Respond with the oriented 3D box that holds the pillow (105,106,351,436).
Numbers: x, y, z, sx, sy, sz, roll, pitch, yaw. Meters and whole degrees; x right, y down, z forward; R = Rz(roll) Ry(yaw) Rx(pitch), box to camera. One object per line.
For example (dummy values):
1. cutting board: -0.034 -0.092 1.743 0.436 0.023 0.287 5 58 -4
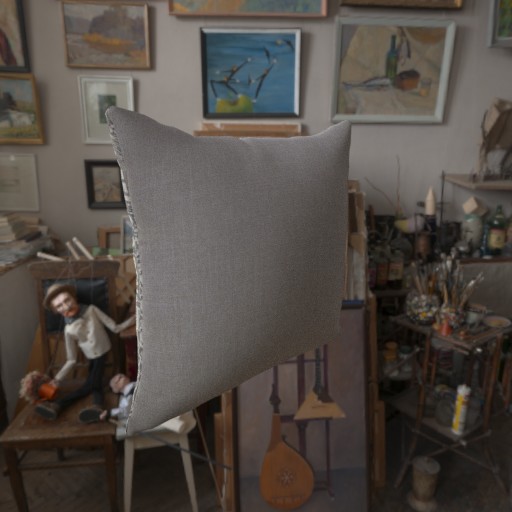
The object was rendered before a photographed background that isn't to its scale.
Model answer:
1. pillow: 0.000 0.000 0.797 0.546 0.487 0.180 -14 20 -43
